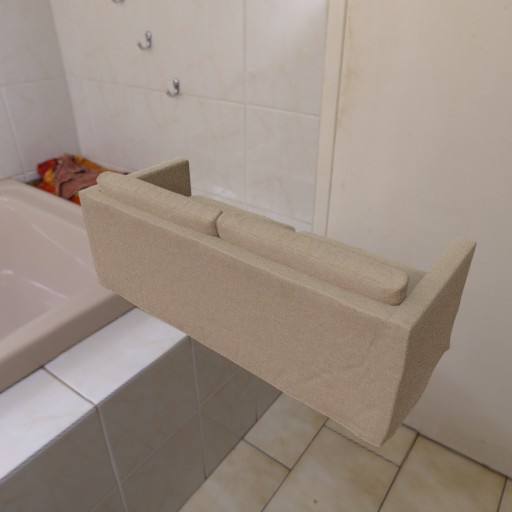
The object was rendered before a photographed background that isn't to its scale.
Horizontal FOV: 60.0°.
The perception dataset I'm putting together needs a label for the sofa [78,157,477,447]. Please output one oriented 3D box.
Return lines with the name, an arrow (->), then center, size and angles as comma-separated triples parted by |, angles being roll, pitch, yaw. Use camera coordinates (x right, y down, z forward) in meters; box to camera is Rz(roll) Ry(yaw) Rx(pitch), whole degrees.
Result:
sofa -> 0.000, 0.000, 2.784 | 2.312, 0.853, 0.962 | 22, 37, 32
